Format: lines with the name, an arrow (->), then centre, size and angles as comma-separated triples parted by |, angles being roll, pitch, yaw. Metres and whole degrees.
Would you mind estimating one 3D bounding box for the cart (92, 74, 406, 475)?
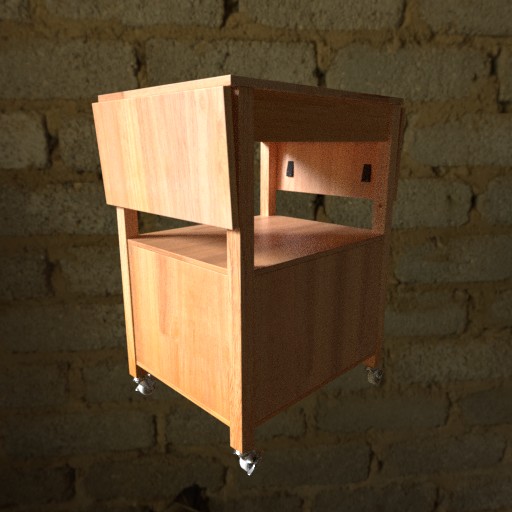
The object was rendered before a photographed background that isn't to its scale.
cart -> 0.000, 0.000, 1.235 | 0.640, 0.838, 0.508 | -14, 20, -43
